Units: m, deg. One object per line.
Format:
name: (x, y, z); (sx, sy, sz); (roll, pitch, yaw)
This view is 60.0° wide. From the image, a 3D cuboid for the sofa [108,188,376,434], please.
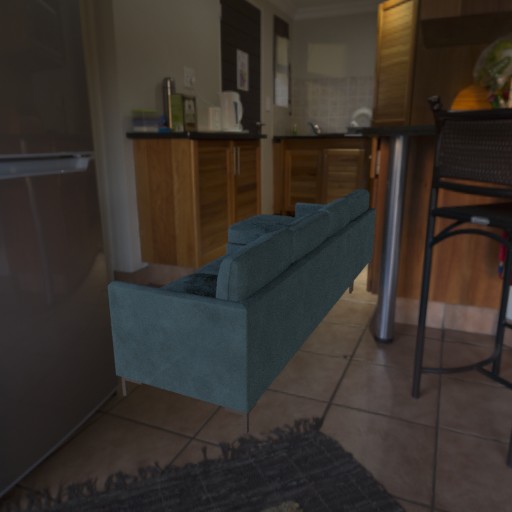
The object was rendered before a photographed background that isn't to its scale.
sofa: (0.000, 0.000, 4.035); (1.500, 0.967, 3.400); (7, 17, 24)
